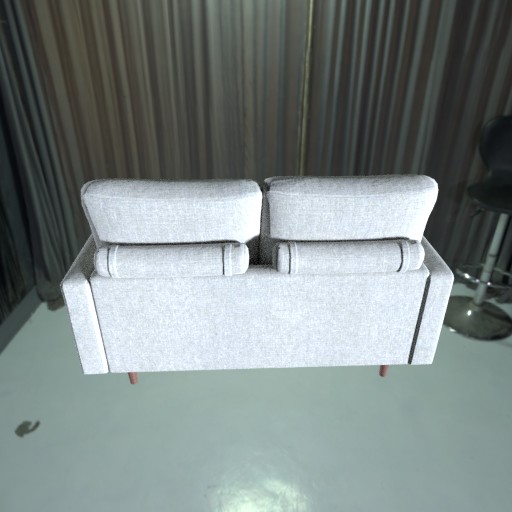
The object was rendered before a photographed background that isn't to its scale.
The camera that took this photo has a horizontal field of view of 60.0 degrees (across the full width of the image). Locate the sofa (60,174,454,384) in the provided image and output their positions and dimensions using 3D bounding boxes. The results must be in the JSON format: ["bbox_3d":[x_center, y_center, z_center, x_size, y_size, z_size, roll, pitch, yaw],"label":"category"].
[{"bbox_3d":[0.000,0.000,1.954,1.407,0.907,0.842,-1,30,-2],"label":"sofa"}]
